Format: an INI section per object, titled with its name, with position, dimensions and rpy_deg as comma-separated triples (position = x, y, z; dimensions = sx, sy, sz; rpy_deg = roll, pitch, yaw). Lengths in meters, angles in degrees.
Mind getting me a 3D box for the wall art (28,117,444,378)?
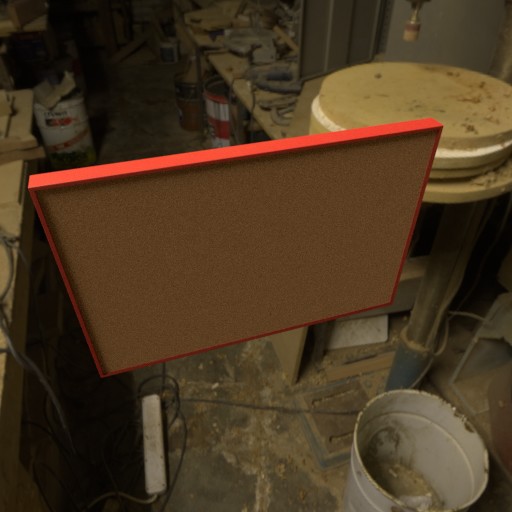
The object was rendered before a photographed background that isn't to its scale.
[wall art]
position = 0.000, 0.000, 0.765
dimensions = 0.607, 0.405, 0.033
rpy_deg = -12, 42, -13
